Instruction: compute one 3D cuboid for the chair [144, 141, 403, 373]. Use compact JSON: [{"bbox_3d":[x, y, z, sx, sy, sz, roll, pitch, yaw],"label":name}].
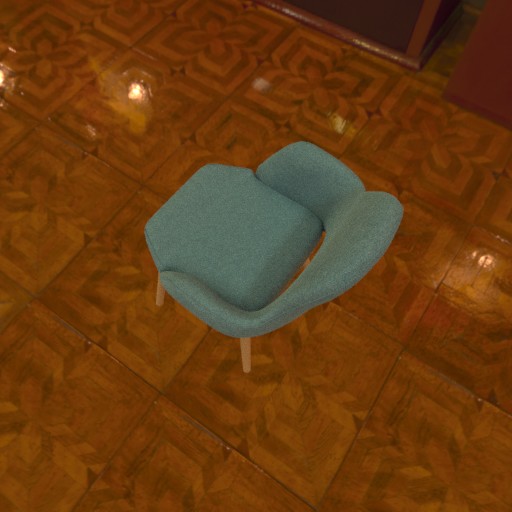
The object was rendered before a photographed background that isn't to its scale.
[{"bbox_3d":[0.000,0.000,1.384,0.666,0.920,0.589,34,68,15],"label":"chair"}]
